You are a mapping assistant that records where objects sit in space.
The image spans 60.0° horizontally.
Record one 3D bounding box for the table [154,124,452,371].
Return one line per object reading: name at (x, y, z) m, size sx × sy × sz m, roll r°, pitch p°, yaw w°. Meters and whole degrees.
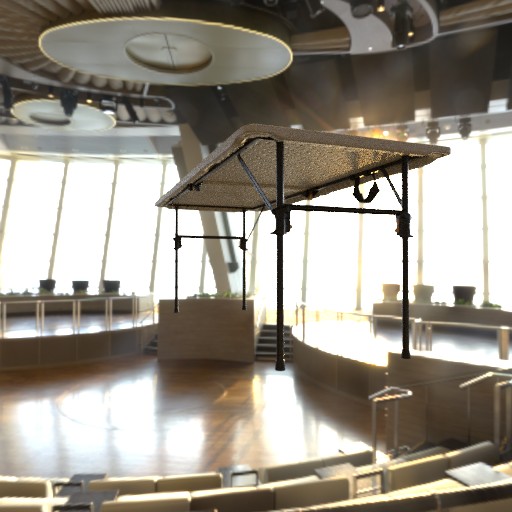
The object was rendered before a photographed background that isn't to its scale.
table at (0.000, 0.000, 2.212) m, size 0.761 × 0.719 × 1.829 m, roll 0°, pitch -1°, yaw -21°
